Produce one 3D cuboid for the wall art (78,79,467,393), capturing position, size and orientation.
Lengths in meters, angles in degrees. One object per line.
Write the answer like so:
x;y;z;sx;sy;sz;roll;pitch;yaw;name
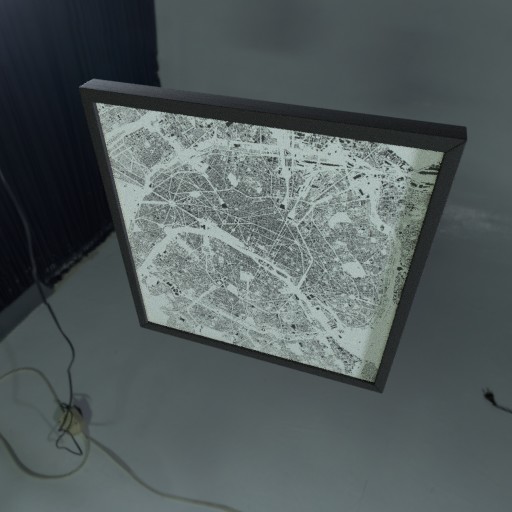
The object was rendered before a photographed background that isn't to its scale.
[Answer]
0.000;0.000;0.731;0.508;0.508;0.037;12;42;14;wall art
